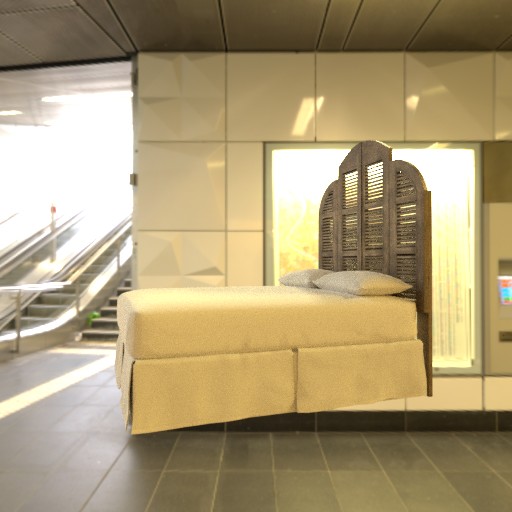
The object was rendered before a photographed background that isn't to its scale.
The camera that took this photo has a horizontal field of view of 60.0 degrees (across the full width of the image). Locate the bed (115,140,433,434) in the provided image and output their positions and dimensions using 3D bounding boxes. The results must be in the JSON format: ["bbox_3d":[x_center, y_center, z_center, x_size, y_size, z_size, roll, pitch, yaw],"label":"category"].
[{"bbox_3d":[0.000,0.000,3.578,2.138,2.019,1.713,0,-1,-19],"label":"bed"}]
